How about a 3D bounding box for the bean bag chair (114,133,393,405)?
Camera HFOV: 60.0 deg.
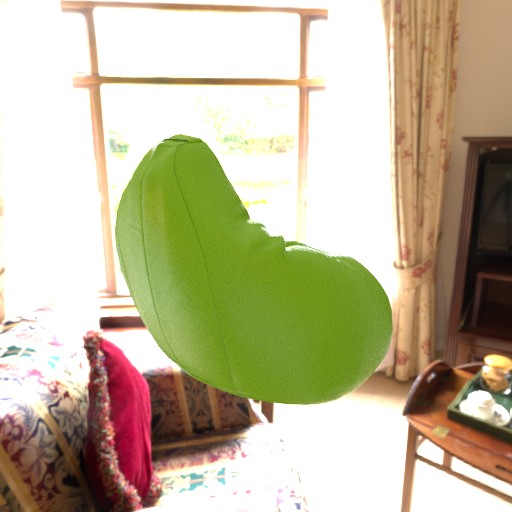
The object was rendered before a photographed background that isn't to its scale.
[{"bbox_3d":[0.000,0.000,1.888,1.070,0.990,1.070,-13,19,-43],"label":"bean bag chair"}]
